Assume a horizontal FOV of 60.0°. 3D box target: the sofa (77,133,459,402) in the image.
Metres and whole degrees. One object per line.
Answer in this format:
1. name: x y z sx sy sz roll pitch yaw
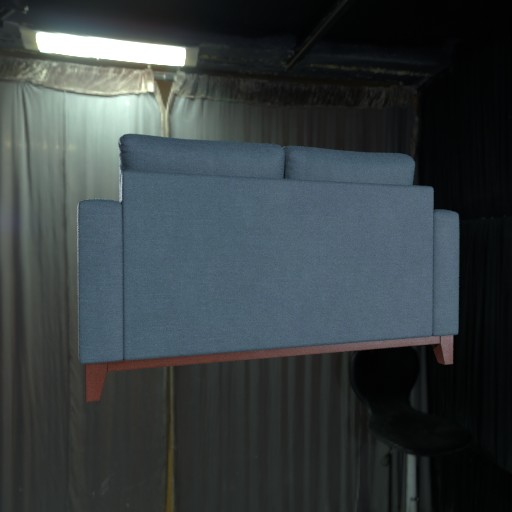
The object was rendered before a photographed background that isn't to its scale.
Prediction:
1. sofa: 0.000 0.000 2.060 1.489 0.903 0.955 0 1 -18
